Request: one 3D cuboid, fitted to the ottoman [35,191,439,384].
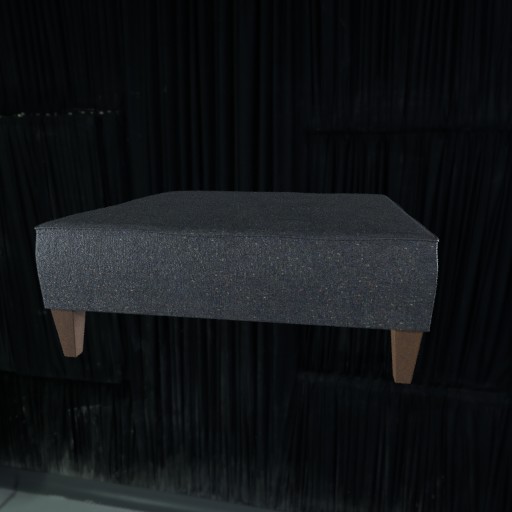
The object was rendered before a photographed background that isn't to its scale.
[{"bbox_3d":[0.000,0.000,1.538,0.968,0.382,1.004,2,14,9],"label":"ottoman"}]
